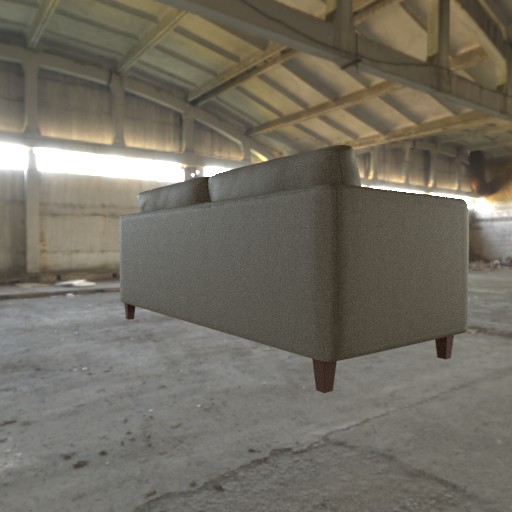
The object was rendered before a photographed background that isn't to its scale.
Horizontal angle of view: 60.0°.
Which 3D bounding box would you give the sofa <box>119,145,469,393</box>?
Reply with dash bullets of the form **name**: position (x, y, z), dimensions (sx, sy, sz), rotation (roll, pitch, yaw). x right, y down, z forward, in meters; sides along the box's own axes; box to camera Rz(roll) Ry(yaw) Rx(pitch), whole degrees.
- **sofa**: position (0.000, 0.000, 2.698), dimensions (0.956, 0.960, 2.208), rotation (-1, 2, -36)
